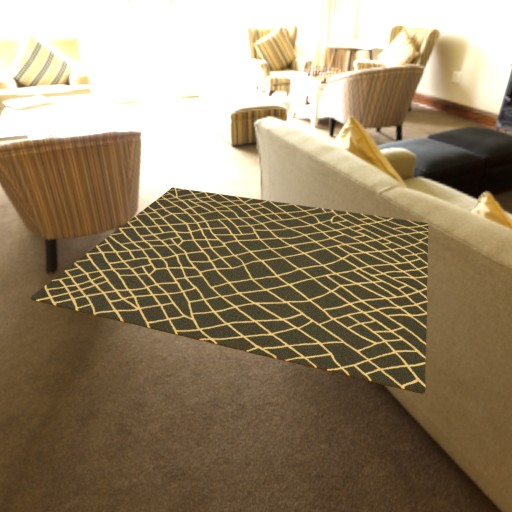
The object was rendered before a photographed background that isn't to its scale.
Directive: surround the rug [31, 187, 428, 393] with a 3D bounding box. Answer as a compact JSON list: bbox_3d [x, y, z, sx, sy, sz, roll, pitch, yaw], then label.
[{"bbox_3d":[0.000,0.000,4.143,3.047,0.022,2.439,10,33,16],"label":"rug"}]
